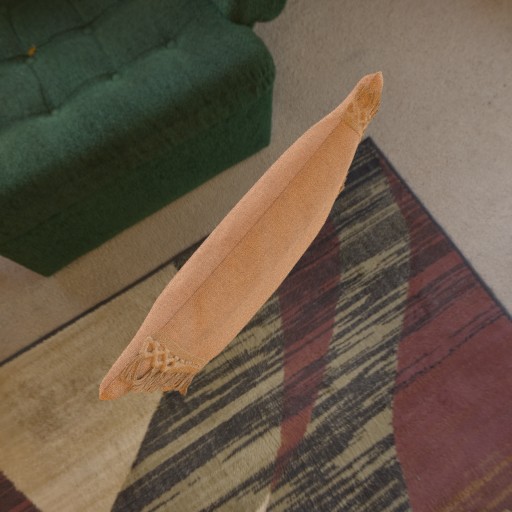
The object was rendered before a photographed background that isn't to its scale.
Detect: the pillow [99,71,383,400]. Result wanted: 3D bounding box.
[{"bbox_3d":[0.000,0.000,0.604,0.084,0.305,0.466,38,78,10],"label":"pillow"}]
